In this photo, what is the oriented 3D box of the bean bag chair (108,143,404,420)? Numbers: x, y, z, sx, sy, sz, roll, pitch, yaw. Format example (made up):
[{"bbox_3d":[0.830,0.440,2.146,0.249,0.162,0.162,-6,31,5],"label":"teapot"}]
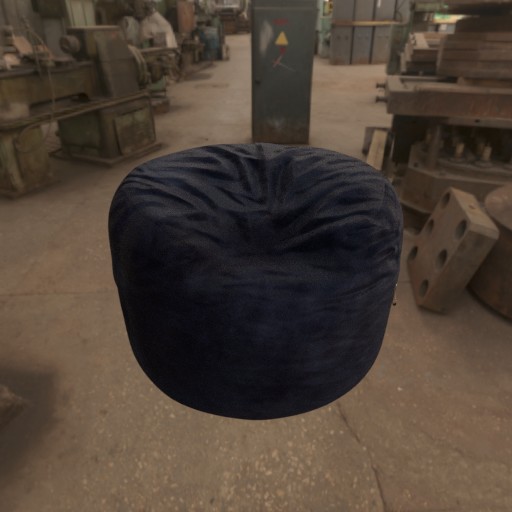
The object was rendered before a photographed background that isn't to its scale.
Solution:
[{"bbox_3d":[0.000,0.000,1.491,0.918,0.616,0.918,0,30,0],"label":"bean bag chair"}]
